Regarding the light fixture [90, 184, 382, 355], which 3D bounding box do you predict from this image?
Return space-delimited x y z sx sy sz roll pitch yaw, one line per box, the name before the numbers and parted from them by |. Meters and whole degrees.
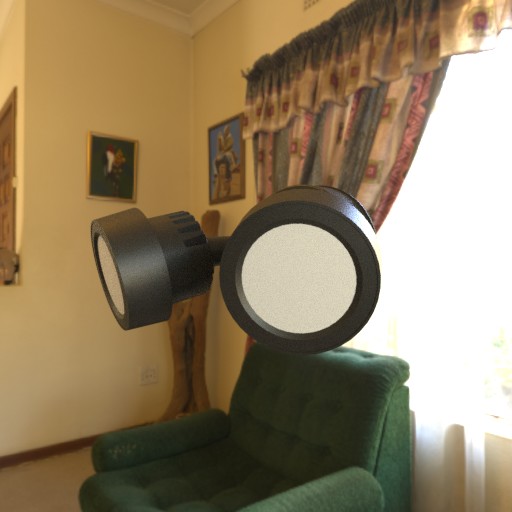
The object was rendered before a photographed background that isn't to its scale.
light fixture | 0.000 0.000 0.303 0.213 0.120 0.168 -1 -1 36
